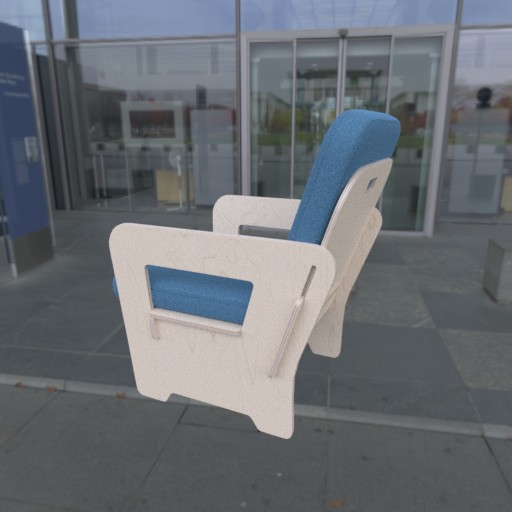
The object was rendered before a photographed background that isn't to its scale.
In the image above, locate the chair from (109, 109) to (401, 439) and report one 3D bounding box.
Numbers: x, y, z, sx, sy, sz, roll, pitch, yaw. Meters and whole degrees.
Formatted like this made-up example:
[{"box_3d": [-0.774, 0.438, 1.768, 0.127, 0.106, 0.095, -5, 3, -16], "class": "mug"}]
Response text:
[{"box_3d": [0.000, 0.000, 1.213, 0.657, 0.747, 0.547, 7, 18, 24], "class": "chair"}]
